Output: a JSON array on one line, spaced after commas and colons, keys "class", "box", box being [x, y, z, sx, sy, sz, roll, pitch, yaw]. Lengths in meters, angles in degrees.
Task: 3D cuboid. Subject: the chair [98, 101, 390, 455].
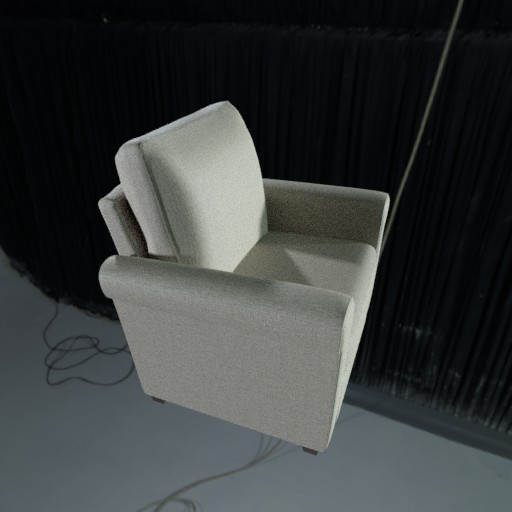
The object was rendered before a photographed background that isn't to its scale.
[{"class": "chair", "box": [0.000, 0.000, 2.305, 1.180, 1.349, 1.275, 11, 33, 18]}]
